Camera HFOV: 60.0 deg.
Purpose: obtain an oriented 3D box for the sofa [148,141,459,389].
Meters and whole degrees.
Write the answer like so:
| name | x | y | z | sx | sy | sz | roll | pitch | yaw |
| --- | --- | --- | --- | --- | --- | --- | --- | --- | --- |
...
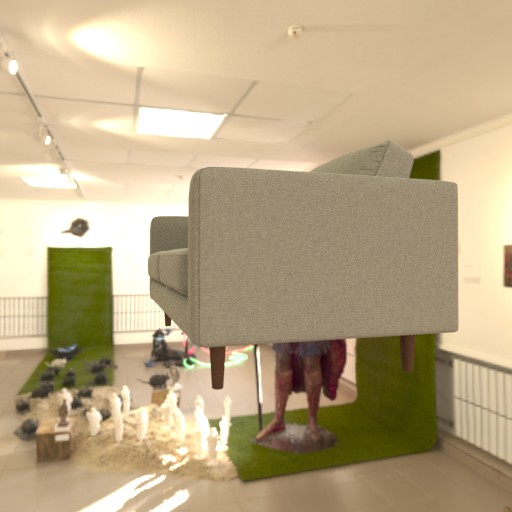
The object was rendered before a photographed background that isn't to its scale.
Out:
| name | x | y | z | sx | sy | sz | roll | pitch | yaw |
| --- | --- | --- | --- | --- | --- | --- | --- | --- | --- |
| sofa | 0.000 | 0.000 | 2.283 | 1.000 | 0.900 | 1.731 | 0 | 0 | -18 |
